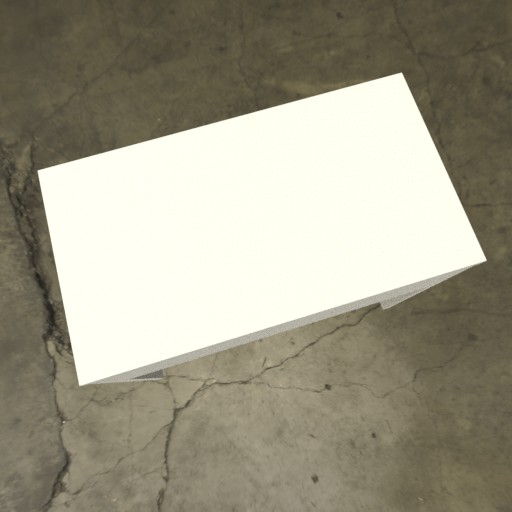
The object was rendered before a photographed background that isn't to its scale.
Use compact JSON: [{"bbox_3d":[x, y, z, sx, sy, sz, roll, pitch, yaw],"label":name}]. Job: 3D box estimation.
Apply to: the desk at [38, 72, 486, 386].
[{"bbox_3d":[0.000,0.000,1.345,0.900,0.729,0.498,-16,76,-4],"label":"desk"}]
